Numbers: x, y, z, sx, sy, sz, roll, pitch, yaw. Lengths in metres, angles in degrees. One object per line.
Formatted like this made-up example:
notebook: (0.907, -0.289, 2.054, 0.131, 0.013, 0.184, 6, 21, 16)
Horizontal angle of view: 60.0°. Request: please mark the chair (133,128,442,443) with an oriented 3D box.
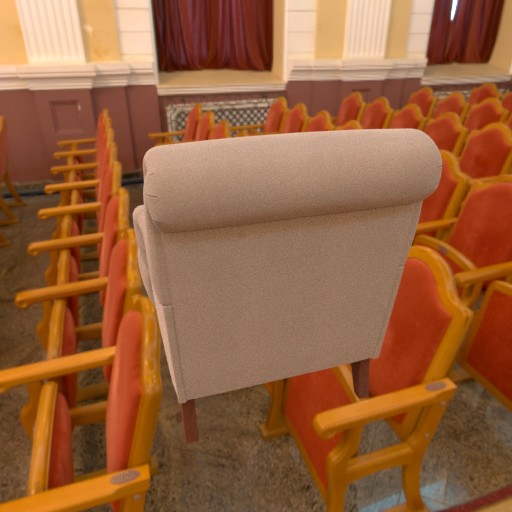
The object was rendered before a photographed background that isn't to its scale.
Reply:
chair: (0.000, 0.000, 1.525, 0.766, 0.942, 0.842, -8, 28, -16)
